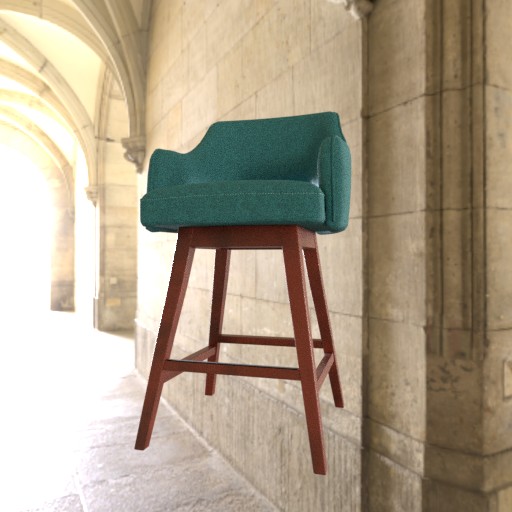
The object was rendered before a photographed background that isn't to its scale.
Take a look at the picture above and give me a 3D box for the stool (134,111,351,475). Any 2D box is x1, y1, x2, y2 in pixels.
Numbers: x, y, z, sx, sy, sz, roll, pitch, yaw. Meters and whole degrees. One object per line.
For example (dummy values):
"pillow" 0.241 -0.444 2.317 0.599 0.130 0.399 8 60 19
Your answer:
"stool" 0.000 0.000 1.293 0.548 0.961 0.556 0 0 16
